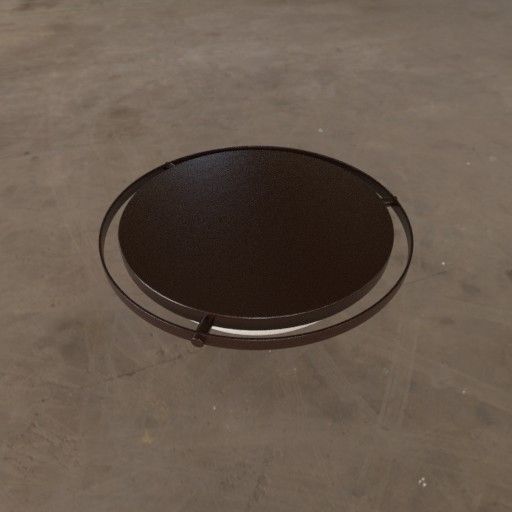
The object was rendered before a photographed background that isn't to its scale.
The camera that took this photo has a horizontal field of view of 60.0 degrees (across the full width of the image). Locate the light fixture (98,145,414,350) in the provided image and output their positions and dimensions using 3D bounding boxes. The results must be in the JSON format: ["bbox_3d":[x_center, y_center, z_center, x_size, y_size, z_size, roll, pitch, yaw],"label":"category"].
[{"bbox_3d":[0.000,0.000,0.564,0.361,0.130,0.361,0,41,0],"label":"light fixture"}]
